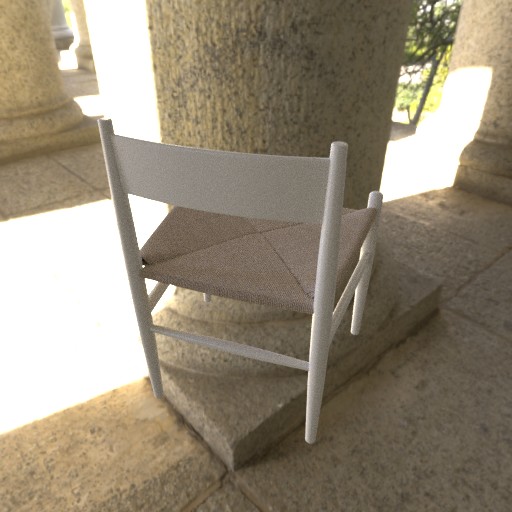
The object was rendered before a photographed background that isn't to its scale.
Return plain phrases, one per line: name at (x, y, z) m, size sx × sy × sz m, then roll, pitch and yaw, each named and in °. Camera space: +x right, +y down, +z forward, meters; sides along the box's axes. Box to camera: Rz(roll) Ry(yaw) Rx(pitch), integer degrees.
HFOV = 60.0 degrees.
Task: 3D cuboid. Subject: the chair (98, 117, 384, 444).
chair at (0.000, 0.000, 1.119) m, size 0.556 × 0.762 × 0.495 m, roll 10°, pitch 34°, yaw 16°
